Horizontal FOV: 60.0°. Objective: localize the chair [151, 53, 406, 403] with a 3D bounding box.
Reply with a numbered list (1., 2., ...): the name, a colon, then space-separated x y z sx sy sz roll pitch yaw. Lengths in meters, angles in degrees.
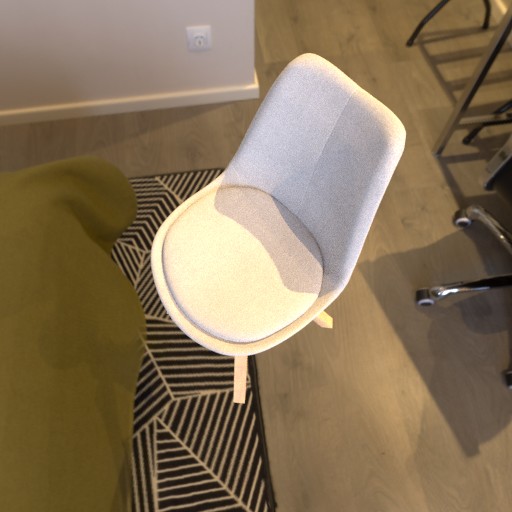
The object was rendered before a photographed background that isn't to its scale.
1. chair: 0.000 0.000 1.193 0.549 0.863 0.474 -36 69 -16
